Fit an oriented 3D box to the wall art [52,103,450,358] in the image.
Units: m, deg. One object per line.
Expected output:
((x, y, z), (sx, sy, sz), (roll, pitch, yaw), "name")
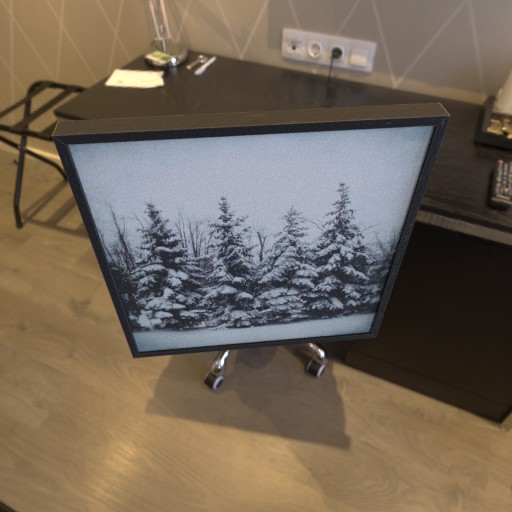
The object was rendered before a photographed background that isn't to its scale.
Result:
((0.000, 0.000, 0.752), (0.506, 0.506, 0.036), (-4, 46, -4), "wall art")
